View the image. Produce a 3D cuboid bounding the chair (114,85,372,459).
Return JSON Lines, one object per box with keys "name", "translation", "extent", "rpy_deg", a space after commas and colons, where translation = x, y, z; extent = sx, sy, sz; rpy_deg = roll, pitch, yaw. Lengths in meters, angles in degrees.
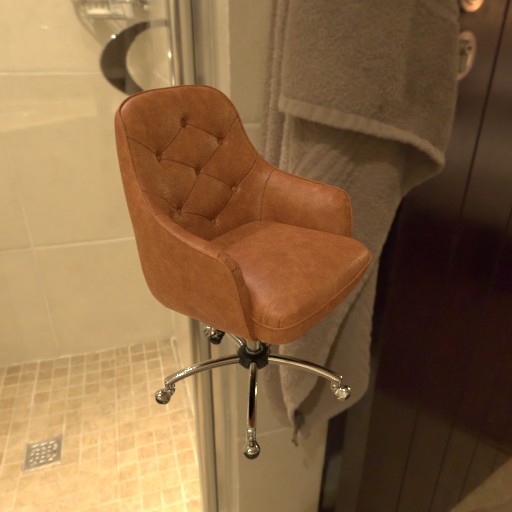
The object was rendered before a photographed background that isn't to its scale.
{"name": "chair", "translation": [0.000, 0.000, 1.307], "extent": [0.615, 0.909, 0.628], "rpy_deg": [18, 31, 32]}
